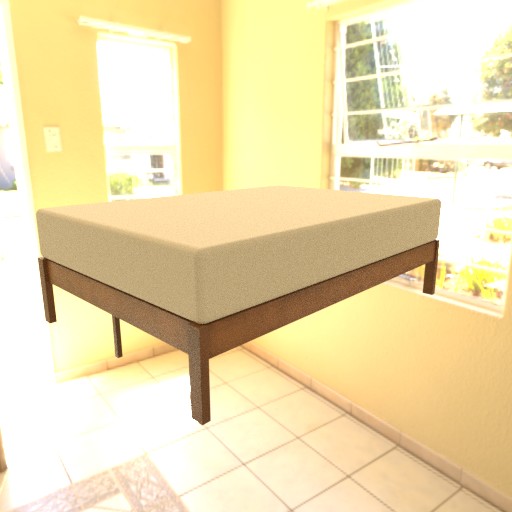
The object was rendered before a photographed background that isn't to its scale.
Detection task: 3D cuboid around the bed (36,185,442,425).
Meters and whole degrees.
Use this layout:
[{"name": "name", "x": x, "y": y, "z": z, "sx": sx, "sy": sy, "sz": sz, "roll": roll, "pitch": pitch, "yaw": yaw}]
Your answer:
[{"name": "bed", "x": 0.000, "y": 0.000, "z": 2.572, "sx": 1.348, "sy": 0.616, "sz": 1.927, "roll": 13, "pitch": 19, "yaw": 42}]
